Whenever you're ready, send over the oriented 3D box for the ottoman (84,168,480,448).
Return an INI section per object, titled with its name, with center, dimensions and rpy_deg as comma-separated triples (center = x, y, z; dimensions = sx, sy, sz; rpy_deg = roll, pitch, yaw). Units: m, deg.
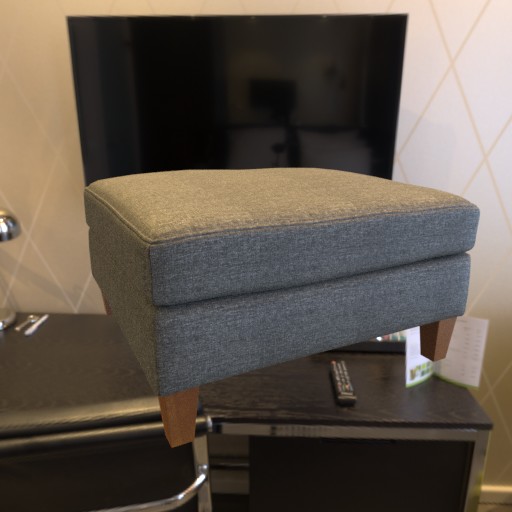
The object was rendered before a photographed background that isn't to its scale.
[ottoman]
center = 0.000, 0.000, 1.293
dimensions = 0.838, 0.481, 0.838
rpy_deg = -8, 18, -26
